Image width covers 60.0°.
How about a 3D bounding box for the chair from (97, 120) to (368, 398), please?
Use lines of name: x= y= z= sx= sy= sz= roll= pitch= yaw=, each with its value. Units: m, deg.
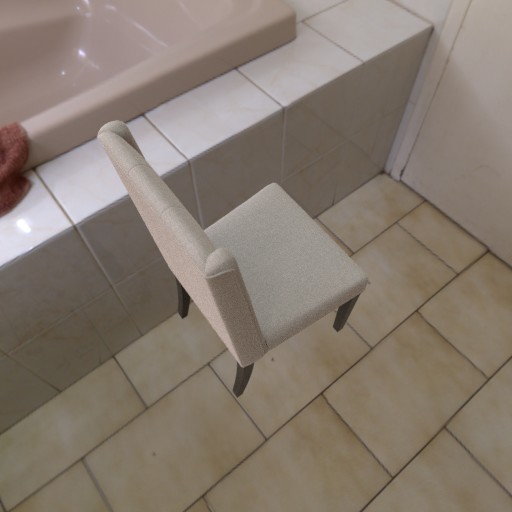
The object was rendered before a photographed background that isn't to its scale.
chair: x=0.000 y=0.000 z=1.310 sx=0.523 sy=0.961 sz=0.474 roll=-32 pitch=64 yaw=-18
